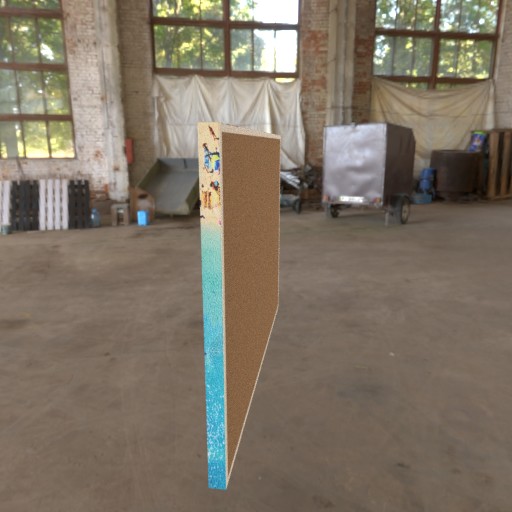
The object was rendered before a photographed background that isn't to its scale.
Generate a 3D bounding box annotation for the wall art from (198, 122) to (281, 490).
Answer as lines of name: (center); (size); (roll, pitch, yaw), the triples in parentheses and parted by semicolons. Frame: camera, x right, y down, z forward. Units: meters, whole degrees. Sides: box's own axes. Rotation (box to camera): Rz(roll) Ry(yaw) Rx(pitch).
wall art: (0.000, 0.000, 1.419); (0.040, 0.769, 1.136); (2, 14, 8)
